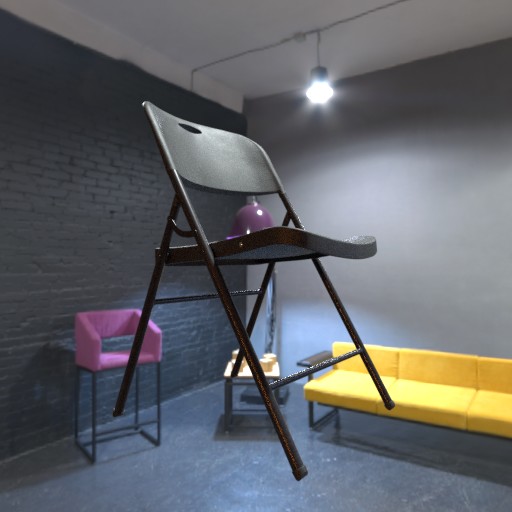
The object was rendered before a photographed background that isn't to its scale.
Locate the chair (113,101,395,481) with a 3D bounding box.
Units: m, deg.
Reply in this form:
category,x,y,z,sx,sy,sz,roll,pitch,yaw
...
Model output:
category,x,y,z,sx,sy,sz,roll,pitch,yaw
chair,0.000,0.000,1.154,0.566,0.810,0.494,0,-1,37
